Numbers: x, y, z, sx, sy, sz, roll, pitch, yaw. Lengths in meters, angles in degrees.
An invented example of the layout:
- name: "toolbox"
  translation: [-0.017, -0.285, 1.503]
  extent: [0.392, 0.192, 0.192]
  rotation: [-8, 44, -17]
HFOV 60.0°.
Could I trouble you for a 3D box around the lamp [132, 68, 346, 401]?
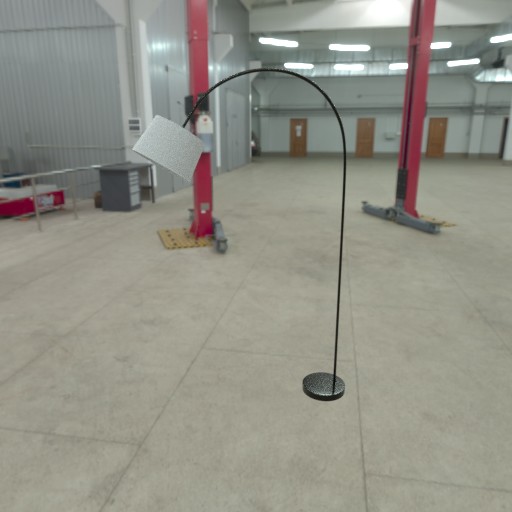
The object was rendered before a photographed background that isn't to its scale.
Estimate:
- name: "lamp"
  translation: [0.000, 0.000, 2.662]
  extent: [1.363, 2.104, 0.331]
  rotation: [-7, 17, -24]
